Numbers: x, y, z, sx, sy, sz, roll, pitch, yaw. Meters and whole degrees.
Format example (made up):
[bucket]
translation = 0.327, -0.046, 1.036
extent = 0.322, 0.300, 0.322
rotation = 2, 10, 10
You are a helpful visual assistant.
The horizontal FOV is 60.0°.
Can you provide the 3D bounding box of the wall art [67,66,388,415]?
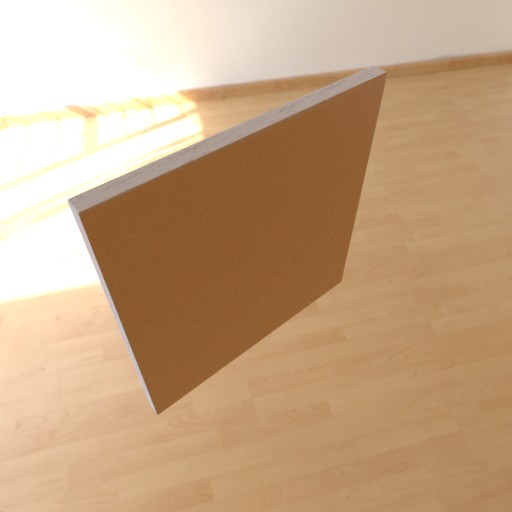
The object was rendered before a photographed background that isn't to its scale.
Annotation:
[wall art]
translation = 0.000, 0.000, 1.943
extent = 1.287, 1.288, 0.078
rotation = -32, 55, -26
